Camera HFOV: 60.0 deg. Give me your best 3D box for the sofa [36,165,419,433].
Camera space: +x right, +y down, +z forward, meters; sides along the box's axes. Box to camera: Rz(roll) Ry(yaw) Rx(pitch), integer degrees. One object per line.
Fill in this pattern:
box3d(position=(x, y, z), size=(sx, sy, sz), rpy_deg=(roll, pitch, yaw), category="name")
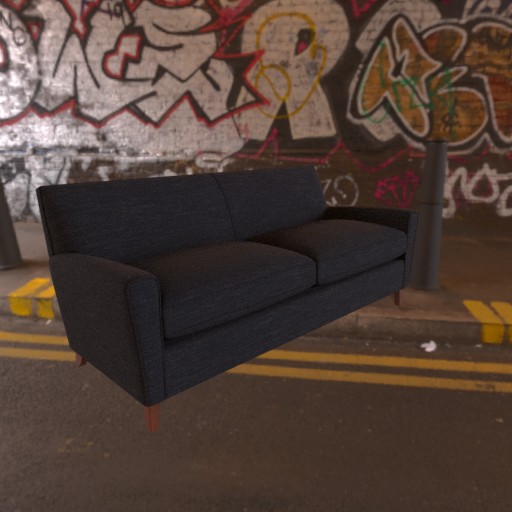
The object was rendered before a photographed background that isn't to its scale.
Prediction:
box3d(position=(0.000, 0.000, 2.420), size=(1.976, 0.846, 0.875), rpy_deg=(-14, 21, -42), category="sofa")
